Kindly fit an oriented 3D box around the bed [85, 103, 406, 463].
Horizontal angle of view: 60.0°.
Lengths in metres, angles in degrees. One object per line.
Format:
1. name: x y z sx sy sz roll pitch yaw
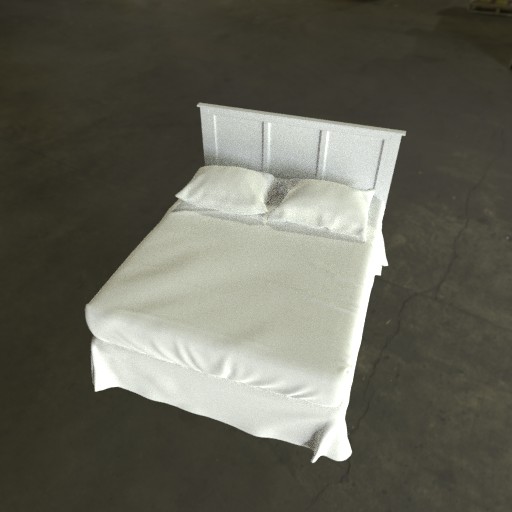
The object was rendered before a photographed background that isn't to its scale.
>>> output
1. bed: 0.000 0.000 3.153 1.876 1.269 2.047 13 42 14
